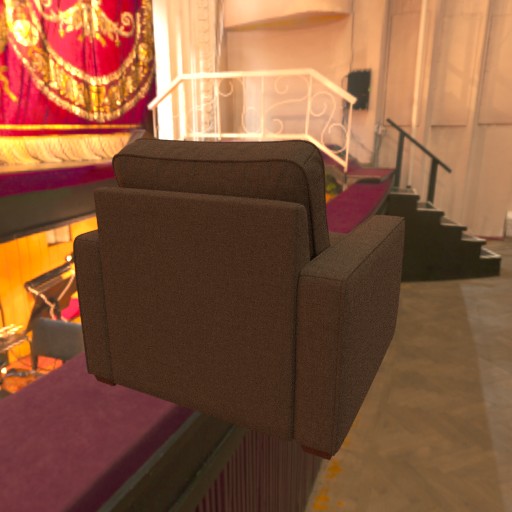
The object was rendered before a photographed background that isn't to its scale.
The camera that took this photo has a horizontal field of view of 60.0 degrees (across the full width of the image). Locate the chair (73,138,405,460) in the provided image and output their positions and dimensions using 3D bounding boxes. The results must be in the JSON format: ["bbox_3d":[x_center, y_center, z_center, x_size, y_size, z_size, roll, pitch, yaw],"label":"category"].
[{"bbox_3d":[0.000,0.000,1.763,1.017,0.919,0.940,8,18,26],"label":"chair"}]
